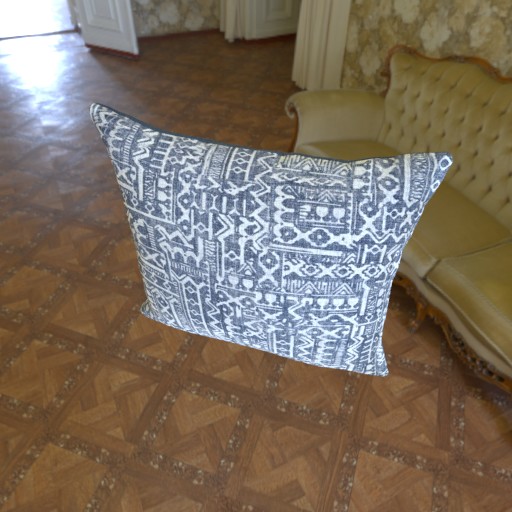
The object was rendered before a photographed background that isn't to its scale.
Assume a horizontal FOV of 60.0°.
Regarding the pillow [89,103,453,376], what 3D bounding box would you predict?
[{"bbox_3d":[0.000,0.000,0.781,0.546,0.487,0.180,12,43,14],"label":"pillow"}]
